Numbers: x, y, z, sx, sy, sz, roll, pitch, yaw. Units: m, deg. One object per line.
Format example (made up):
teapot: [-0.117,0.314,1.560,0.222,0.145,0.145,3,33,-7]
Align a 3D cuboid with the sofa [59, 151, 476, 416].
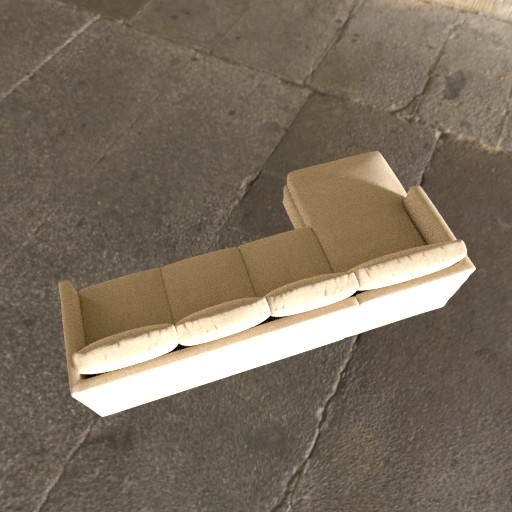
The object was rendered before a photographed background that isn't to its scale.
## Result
sofa: [0.000,0.000,3.896,3.205,0.922,1.650,-16,60,-9]
